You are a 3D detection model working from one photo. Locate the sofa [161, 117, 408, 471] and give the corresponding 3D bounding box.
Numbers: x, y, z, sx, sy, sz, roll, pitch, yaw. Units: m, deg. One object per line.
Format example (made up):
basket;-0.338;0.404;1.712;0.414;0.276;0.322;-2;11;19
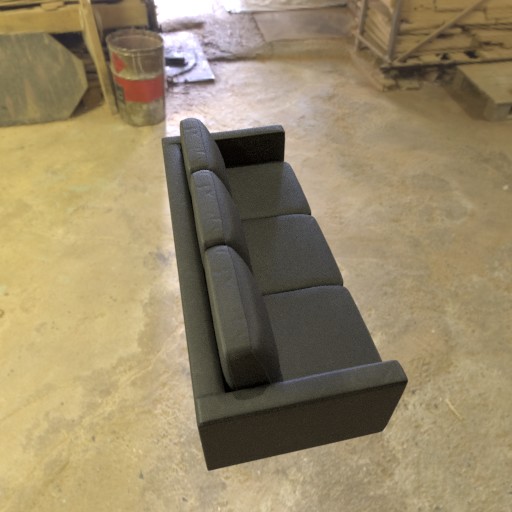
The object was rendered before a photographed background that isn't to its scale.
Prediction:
sofa;0.000;0.000;2.535;0.879;0.899;2.029;-9;47;-8
